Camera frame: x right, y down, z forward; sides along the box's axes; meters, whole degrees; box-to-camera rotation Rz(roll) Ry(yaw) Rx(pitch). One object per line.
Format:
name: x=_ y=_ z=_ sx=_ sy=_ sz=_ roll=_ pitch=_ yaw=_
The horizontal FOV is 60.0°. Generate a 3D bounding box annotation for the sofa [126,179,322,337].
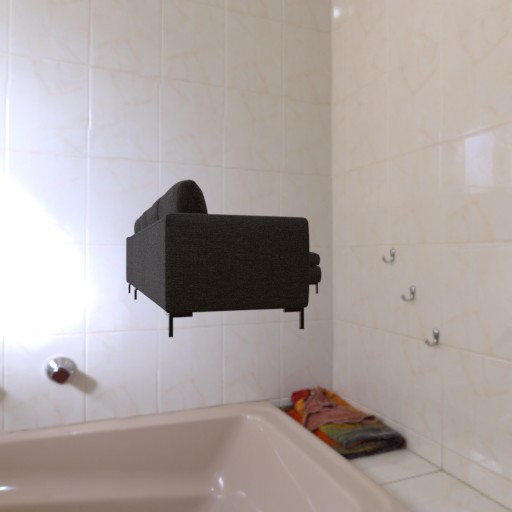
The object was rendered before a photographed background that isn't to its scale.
sofa: x=0.000 y=0.000 z=3.875 sx=2.007 sy=0.815 sz=2.949 roll=0 pitch=0 yaw=-20
